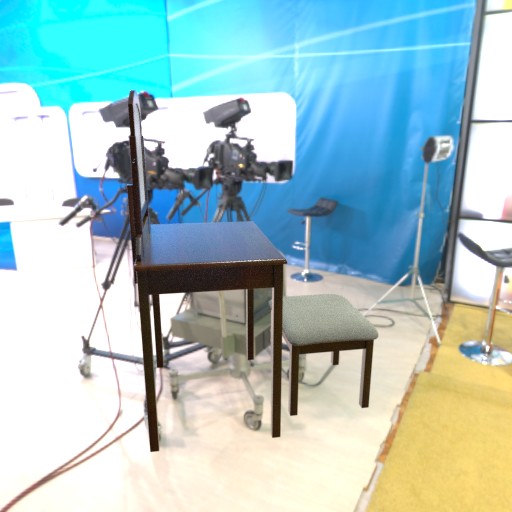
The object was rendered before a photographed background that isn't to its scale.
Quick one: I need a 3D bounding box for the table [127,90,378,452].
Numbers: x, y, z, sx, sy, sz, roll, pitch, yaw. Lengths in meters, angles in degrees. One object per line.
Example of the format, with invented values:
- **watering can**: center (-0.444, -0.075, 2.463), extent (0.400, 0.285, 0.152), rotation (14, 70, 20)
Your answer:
- **table**: center (0.000, 0.000, 2.346), extent (1.211, 1.631, 0.876), rotation (-3, 16, -10)
